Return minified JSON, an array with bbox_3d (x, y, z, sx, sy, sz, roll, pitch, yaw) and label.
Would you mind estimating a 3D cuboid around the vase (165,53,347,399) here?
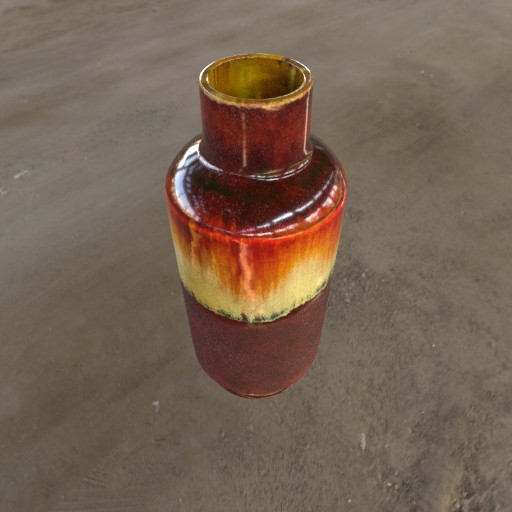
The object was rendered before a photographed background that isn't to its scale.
[{"bbox_3d":[0.000,0.000,0.316,0.111,0.261,0.111,0,46,0],"label":"vase"}]
